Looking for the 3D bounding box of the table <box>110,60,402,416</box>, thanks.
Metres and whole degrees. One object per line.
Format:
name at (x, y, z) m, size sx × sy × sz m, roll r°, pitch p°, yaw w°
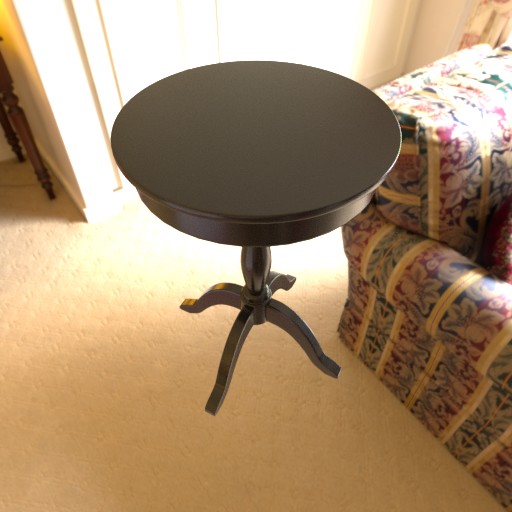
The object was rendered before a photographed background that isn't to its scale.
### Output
table at (0.000, 0.000, 0.984) m, size 0.481 × 0.665 × 0.481 m, roll 0°, pitch 47°, yaw 0°
